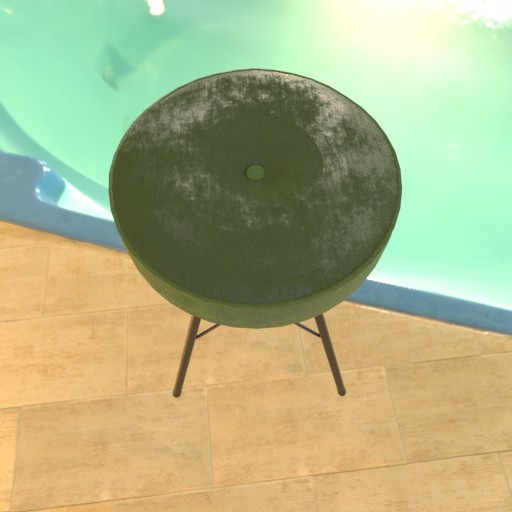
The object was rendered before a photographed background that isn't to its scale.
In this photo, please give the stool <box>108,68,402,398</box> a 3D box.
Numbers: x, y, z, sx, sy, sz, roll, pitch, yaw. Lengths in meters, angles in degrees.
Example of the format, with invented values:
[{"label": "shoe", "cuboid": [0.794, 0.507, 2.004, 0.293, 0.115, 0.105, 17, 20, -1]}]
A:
[{"label": "stool", "cuboid": [0.000, 0.000, 0.897, 0.430, 0.595, 0.457, 0, 63, 0]}]
